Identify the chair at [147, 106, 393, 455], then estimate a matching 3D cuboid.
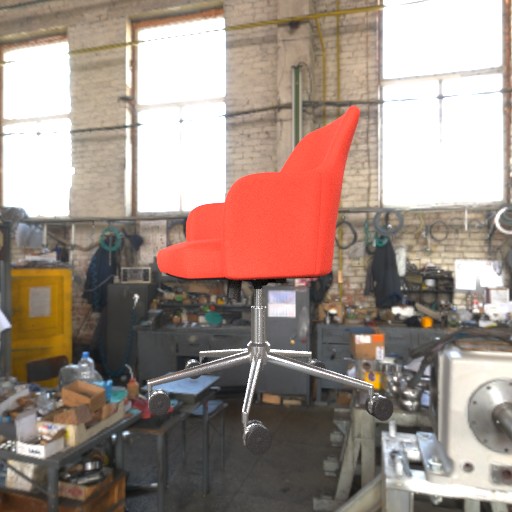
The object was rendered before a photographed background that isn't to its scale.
[{"bbox_3d":[0.000,0.000,1.250,0.600,0.820,0.655,0,0,-18],"label":"chair"}]
